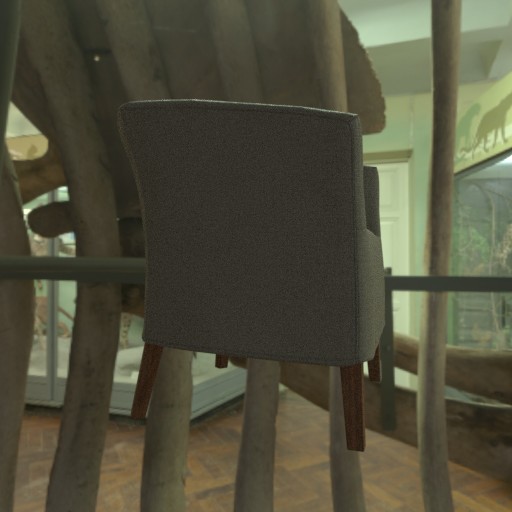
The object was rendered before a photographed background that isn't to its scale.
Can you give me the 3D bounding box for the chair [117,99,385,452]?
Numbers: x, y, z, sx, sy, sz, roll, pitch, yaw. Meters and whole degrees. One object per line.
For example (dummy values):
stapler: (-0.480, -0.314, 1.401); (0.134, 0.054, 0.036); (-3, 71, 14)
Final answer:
chair: (0.000, 0.000, 1.231); (0.668, 0.771, 0.600); (0, 0, 19)
